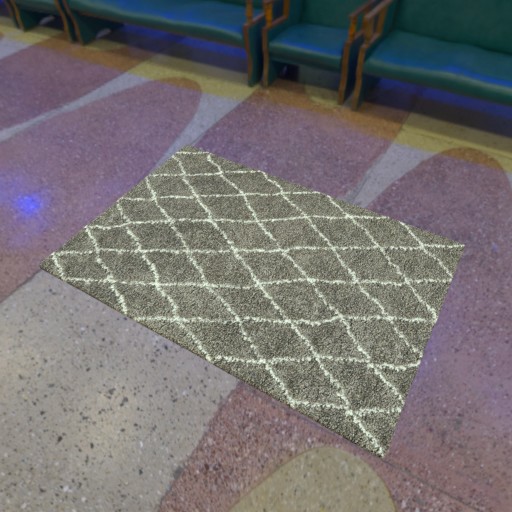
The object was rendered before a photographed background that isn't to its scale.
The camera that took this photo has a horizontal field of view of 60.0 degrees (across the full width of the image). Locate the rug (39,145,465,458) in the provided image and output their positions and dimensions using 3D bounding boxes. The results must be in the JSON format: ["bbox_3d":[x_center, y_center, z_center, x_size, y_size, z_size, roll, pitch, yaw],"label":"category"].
[{"bbox_3d":[0.000,0.000,2.230,1.778,0.030,1.219,24,52,20],"label":"rug"}]
